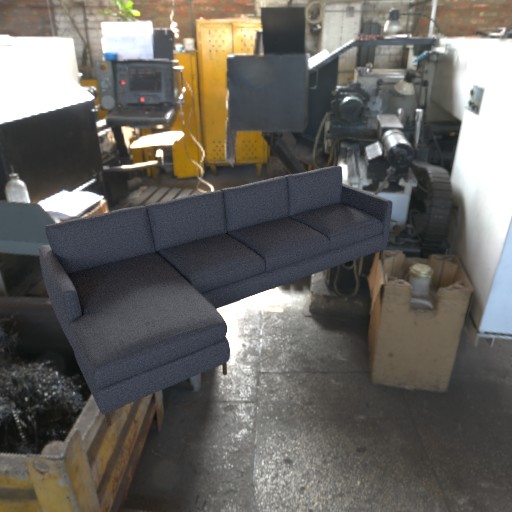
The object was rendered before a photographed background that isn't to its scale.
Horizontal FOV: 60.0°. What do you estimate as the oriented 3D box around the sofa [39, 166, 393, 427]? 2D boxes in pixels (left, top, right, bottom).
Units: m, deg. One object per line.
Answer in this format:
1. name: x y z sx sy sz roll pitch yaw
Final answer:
1. sofa: 0.000 0.000 2.908 2.445 0.673 1.125 -17 31 -30
